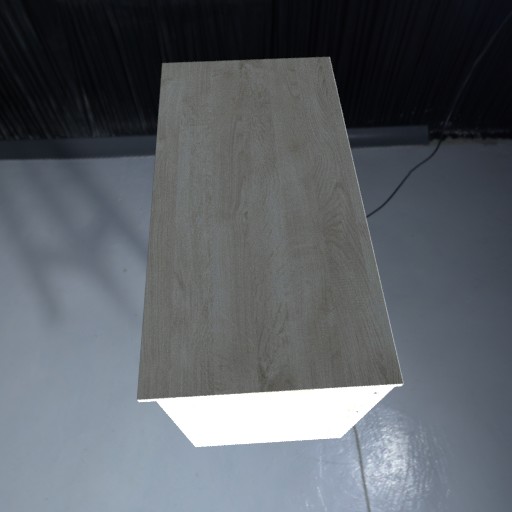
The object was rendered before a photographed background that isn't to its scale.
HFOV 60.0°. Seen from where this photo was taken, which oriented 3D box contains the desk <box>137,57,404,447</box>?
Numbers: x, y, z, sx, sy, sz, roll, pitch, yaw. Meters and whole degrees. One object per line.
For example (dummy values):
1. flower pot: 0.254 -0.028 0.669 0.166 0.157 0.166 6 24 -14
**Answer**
1. desk: 0.000 0.000 1.519 0.560 0.730 1.096 -3 59 -2
